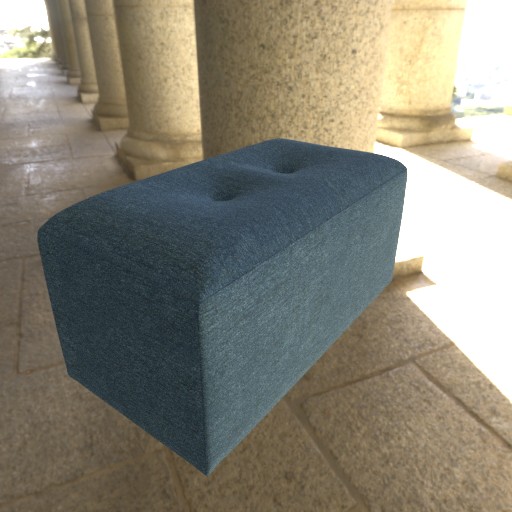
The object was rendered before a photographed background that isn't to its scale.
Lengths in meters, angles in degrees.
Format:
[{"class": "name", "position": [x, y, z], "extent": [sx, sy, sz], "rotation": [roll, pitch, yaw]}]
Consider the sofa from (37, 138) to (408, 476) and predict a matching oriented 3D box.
[{"class": "sofa", "position": [0.000, 0.000, 1.194], "extent": [0.480, 0.470, 0.930], "rotation": [19, 33, 32]}]
